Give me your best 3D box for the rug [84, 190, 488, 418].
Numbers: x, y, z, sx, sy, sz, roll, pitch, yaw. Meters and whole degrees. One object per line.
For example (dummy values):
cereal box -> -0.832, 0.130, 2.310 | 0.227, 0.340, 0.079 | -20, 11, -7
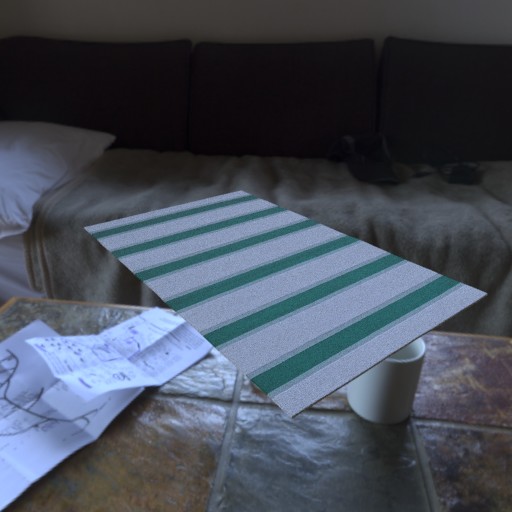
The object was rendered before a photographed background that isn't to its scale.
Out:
rug -> 0.000, 0.000, 3.014 | 1.521, 0.015, 2.436 | -19, 32, -33
